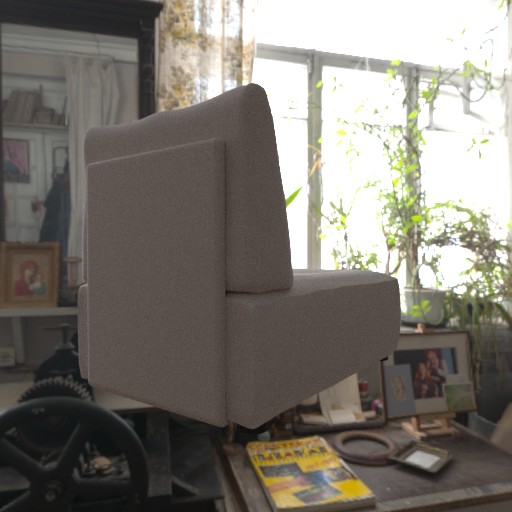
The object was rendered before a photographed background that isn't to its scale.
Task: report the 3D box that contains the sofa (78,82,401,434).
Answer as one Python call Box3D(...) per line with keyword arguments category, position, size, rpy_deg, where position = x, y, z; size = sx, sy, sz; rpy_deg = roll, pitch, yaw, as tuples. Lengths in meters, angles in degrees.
Box3D(category="sofa", position=(0.000, 0.000, 1.573), size=(0.700, 0.820, 1.000), rpy_deg=(0, 1, 37))
